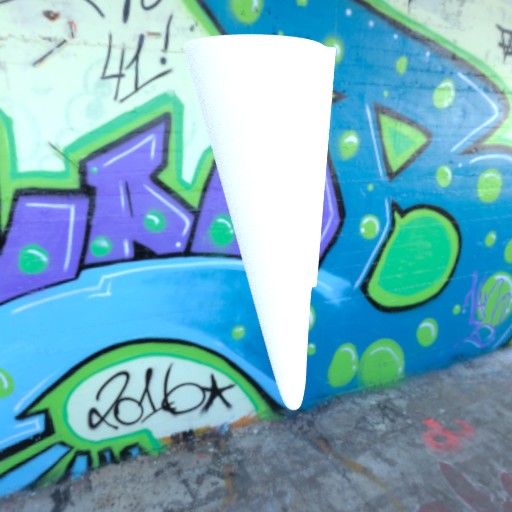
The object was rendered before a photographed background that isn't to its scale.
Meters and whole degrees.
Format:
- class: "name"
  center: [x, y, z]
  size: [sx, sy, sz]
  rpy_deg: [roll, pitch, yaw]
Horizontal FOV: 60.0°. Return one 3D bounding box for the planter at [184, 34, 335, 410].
- class: "planter"
  center: [0.000, 0.000, 0.224]
  size: [0.064, 0.193, 0.057]
  rpy_deg: [-8, 18, -25]
